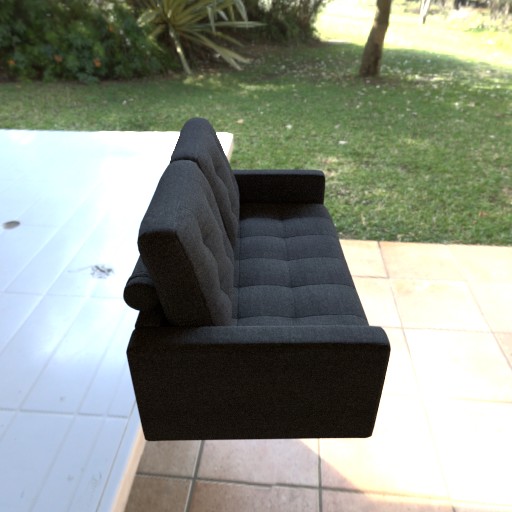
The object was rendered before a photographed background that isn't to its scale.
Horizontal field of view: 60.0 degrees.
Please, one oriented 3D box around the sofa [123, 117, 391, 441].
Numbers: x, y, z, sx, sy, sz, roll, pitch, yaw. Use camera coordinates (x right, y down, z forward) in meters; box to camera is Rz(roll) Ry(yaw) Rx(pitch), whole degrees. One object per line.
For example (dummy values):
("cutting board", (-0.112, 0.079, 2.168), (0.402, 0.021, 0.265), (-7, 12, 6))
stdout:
("sofa", (0.000, 0.000, 1.936), (0.842, 0.907, 1.407), (-1, 32, -1))
